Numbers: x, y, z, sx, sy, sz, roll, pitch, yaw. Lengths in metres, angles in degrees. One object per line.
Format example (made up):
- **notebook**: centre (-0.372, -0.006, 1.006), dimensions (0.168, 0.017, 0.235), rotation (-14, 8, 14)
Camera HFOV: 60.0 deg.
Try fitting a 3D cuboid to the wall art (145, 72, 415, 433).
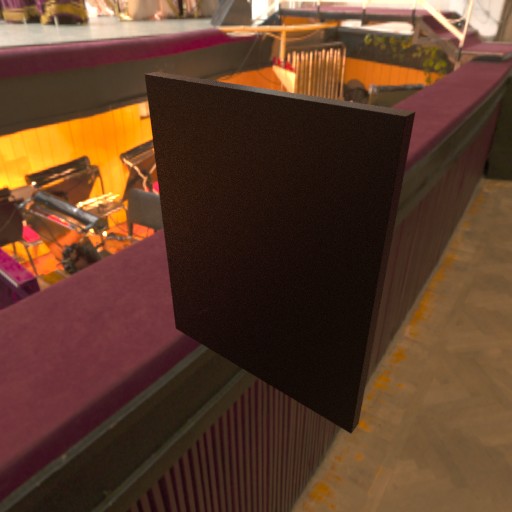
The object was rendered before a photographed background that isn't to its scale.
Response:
- **wall art**: centre (0.000, 0.000, 0.778), dimensions (0.457, 0.557, 0.028), rotation (23, 38, 32)
